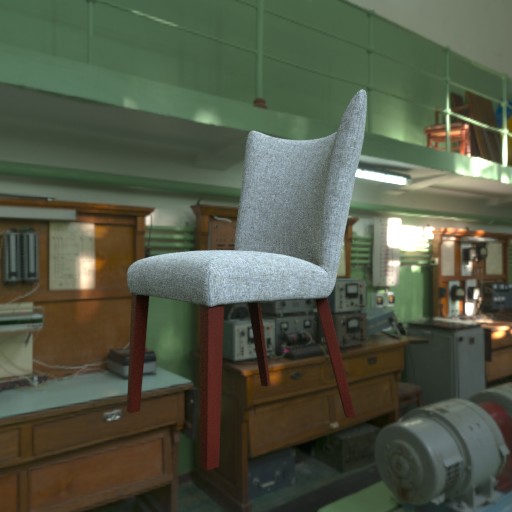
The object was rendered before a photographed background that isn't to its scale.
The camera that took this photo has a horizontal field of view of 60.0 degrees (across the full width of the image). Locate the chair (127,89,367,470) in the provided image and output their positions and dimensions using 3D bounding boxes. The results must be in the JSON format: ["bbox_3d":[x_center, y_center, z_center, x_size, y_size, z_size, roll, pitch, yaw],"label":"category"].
[{"bbox_3d":[0.000,0.000,1.323,0.623,0.924,0.535,0,-1,-37],"label":"chair"}]
